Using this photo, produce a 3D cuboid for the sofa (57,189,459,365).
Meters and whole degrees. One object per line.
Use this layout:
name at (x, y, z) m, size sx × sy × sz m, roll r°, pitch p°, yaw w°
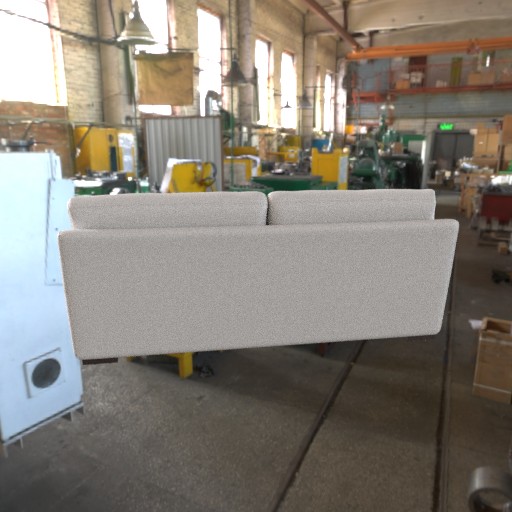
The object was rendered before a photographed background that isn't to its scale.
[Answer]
sofa at (0.000, 0.000, 2.957) m, size 2.261 × 0.940 × 1.143 m, roll -2°, pitch 14°, yaw -9°
